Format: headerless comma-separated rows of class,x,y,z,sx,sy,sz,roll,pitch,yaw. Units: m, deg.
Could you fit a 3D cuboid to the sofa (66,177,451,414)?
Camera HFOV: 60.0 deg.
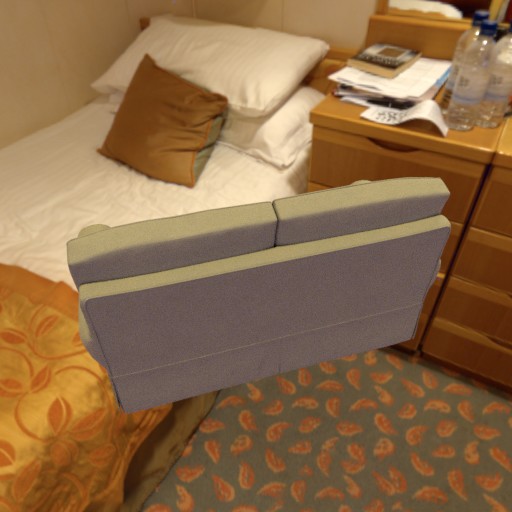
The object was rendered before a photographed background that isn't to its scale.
sofa,0.000,0.000,2.368,1.823,1.024,0.841,-11,42,-13
